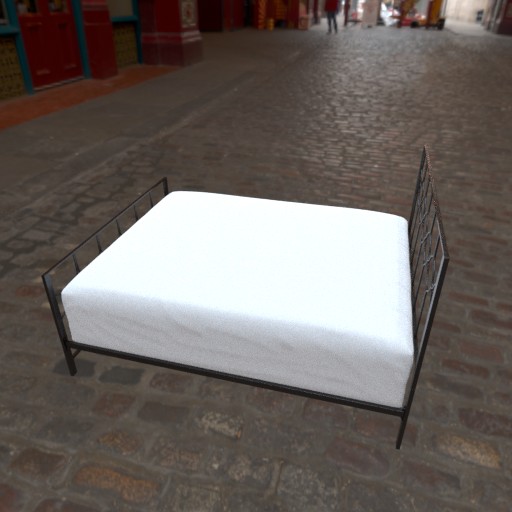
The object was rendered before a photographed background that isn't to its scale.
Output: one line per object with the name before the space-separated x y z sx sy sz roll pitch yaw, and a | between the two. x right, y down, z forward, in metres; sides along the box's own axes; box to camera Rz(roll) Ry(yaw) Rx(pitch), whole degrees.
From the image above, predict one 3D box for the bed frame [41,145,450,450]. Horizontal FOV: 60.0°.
bed frame | 0.000 0.000 3.000 2.063 1.222 1.597 8 32 13
